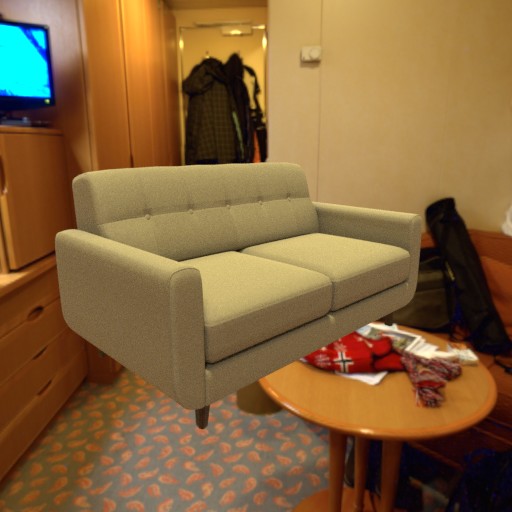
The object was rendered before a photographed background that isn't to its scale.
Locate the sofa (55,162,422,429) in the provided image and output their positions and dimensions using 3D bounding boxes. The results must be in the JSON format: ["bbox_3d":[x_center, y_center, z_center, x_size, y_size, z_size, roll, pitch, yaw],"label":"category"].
[{"bbox_3d":[0.000,0.000,2.247,1.655,0.892,0.980,-13,19,-43],"label":"sofa"}]
